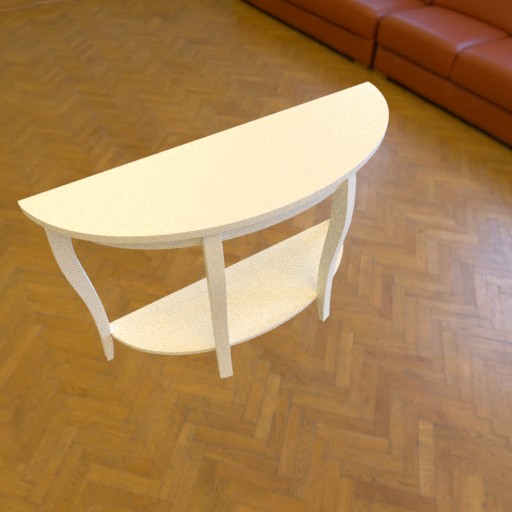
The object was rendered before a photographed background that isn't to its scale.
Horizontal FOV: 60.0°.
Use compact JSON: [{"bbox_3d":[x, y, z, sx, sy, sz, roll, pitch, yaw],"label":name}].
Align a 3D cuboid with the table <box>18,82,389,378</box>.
[{"bbox_3d":[0.000,0.000,1.549,1.219,0.780,0.394,-25,52,-22],"label":"table"}]
